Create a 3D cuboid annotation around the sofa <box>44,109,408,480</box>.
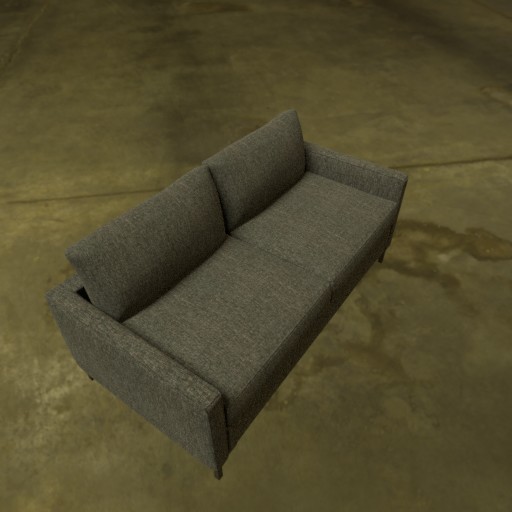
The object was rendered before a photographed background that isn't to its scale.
[{"bbox_3d":[0.000,0.000,2.189,0.866,0.862,1.716,26,48,26],"label":"sofa"}]
